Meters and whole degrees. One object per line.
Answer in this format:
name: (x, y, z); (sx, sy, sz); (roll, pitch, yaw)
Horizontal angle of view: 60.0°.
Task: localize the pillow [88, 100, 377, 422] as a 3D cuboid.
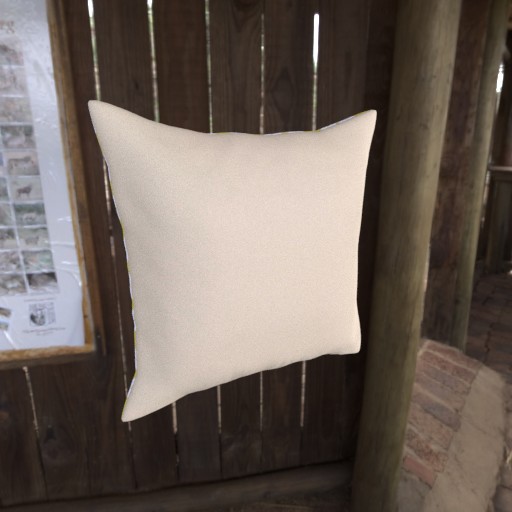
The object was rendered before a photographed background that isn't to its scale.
pillow: (0.000, 0.000, 0.766); (0.504, 0.494, 0.188); (-9, 18, -28)
